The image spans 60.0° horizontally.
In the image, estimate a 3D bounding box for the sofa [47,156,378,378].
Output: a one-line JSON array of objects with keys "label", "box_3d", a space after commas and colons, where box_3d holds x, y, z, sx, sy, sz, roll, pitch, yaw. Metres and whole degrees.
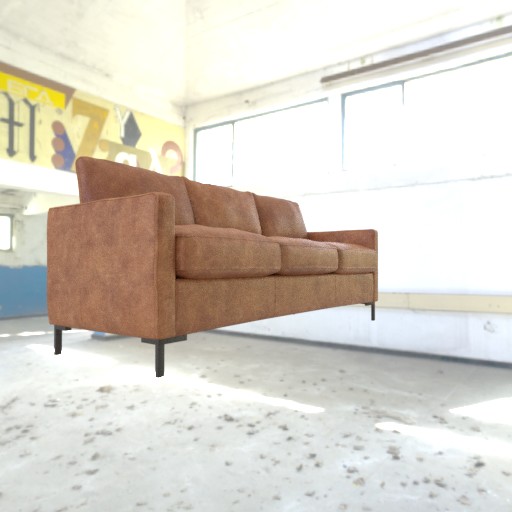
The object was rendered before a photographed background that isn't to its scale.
[{"label": "sofa", "box_3d": [0.000, 0.000, 2.459, 0.748, 0.863, 2.029, -1, -1, 36]}]
